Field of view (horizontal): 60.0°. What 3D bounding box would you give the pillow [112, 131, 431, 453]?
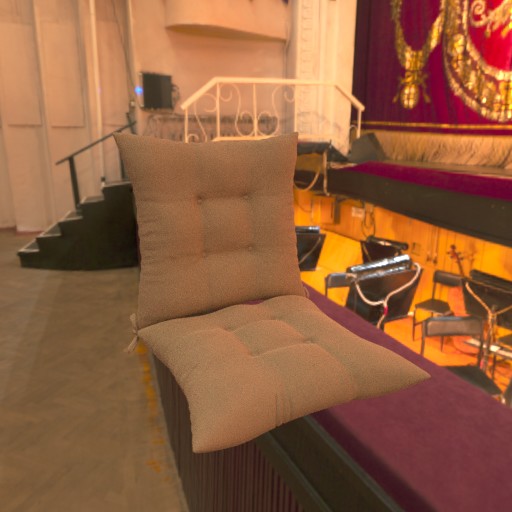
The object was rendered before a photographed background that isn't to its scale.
[{"bbox_3d":[0.000,0.000,0.986,0.541,0.536,0.585,-7,17,-25],"label":"pillow"}]
